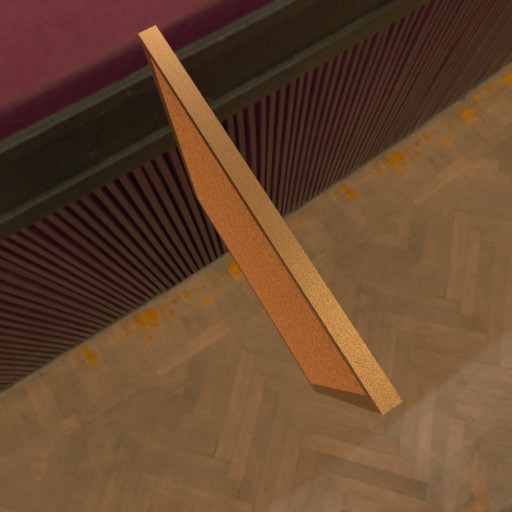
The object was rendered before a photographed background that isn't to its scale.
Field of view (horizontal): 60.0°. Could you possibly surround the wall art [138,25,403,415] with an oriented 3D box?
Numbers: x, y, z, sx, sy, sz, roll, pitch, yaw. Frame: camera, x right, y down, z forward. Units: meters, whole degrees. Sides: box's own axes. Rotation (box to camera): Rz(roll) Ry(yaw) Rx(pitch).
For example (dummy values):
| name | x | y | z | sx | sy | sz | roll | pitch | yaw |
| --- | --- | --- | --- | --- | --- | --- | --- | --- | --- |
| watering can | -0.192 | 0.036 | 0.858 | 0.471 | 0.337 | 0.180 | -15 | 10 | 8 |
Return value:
| name | x | y | z | sx | sy | sz | roll | pitch | yaw |
| --- | --- | --- | --- | --- | --- | --- | --- | --- | --- |
| wall art | 0.000 | 0.000 | 1.096 | 0.036 | 0.765 | 0.767 | -30 | 77 | -7 |
